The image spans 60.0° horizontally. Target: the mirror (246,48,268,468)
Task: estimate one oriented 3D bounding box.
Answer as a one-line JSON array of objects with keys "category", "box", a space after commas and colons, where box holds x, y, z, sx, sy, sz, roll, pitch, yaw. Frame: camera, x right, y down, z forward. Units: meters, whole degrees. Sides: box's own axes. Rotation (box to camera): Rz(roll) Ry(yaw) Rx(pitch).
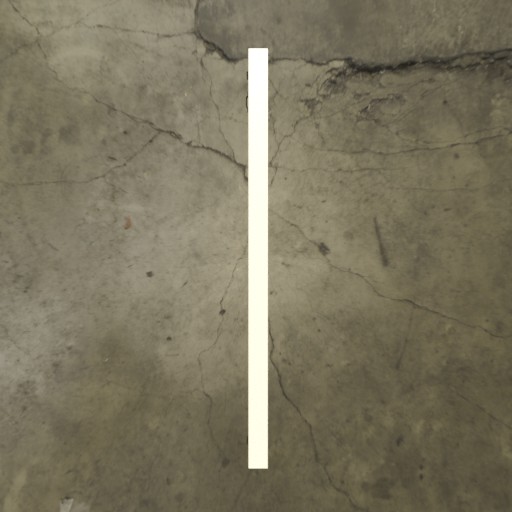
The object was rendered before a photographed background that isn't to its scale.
[{"category": "mirror", "box": [0.000, 0.000, 1.311, 0.040, 1.016, 0.762, 0, 91, 0]}]
